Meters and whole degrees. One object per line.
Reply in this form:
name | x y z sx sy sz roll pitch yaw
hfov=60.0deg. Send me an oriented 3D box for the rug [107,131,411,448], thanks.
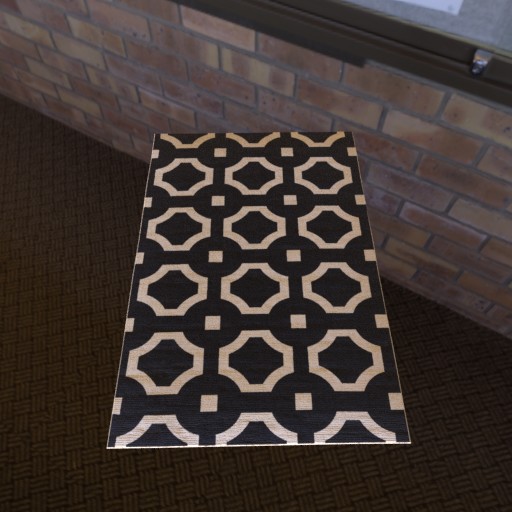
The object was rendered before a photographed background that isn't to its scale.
rug | 0.000 0.000 2.868 1.555 0.016 2.286 -1 58 0
